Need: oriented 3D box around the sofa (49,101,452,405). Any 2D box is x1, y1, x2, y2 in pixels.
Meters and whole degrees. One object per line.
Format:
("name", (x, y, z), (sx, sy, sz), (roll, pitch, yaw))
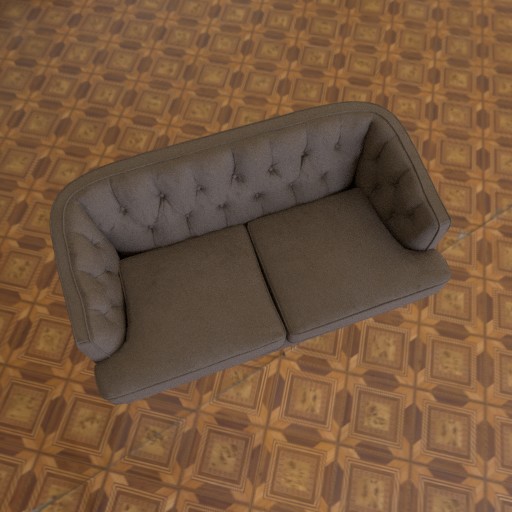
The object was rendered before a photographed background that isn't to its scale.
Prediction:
("sofa", (0.000, 0.000, 2.226), (1.733, 0.855, 0.941), (-18, 65, -8))
